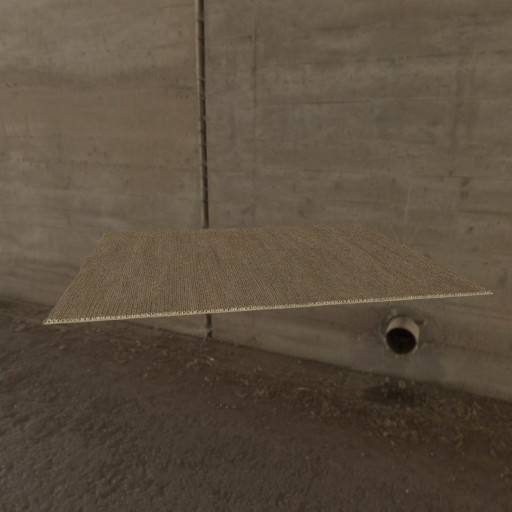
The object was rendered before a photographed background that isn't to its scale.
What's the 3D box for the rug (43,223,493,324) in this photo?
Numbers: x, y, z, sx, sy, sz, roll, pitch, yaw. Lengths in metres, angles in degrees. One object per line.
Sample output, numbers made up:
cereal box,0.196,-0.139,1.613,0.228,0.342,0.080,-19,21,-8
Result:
rug,0.000,0.000,4.081,3.052,0.030,2.429,-3,16,-9
